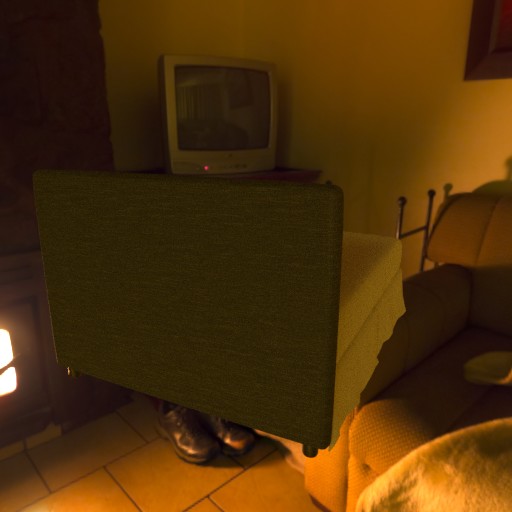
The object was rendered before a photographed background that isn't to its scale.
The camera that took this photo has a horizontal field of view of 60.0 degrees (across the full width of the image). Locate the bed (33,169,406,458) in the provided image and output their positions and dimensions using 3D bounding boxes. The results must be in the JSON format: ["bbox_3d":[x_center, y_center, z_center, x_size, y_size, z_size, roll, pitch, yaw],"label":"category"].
[{"bbox_3d":[0.000,0.000,3.211,1.884,1.330,2.142,8,17,26],"label":"bed"}]
